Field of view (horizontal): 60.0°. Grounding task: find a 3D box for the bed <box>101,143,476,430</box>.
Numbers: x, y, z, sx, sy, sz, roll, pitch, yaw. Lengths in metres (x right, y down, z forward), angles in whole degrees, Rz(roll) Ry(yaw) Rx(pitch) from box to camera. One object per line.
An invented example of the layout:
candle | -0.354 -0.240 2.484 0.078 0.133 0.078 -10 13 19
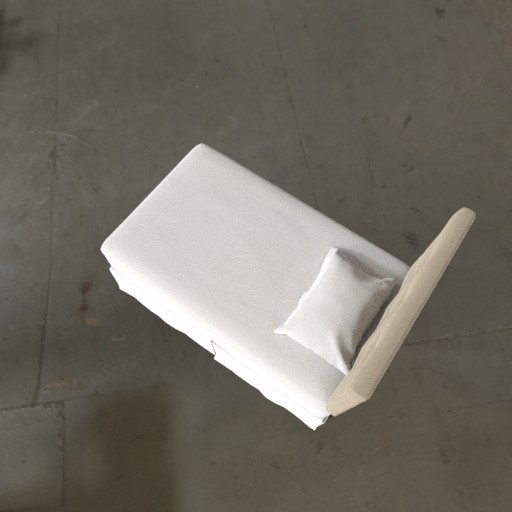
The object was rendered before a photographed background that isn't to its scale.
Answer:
bed | 0.000 0.000 3.006 1.997 1.571 1.261 33 70 14
